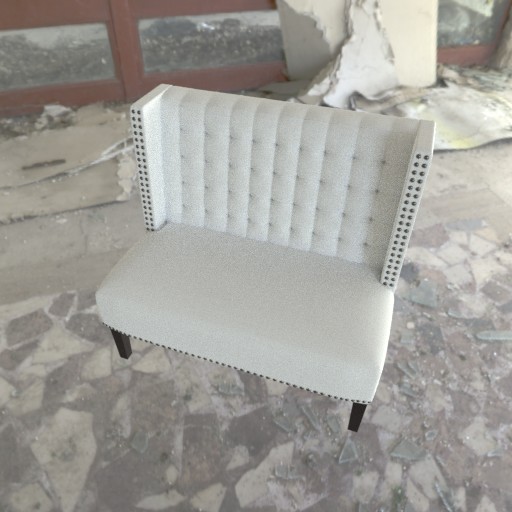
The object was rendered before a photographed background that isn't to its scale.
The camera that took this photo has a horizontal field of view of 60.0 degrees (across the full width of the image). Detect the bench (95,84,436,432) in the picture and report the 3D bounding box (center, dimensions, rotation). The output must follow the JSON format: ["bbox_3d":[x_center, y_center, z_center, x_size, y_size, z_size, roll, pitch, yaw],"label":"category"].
[{"bbox_3d":[0.000,0.000,2.015,1.280,1.123,0.847,13,43,14],"label":"bench"}]
